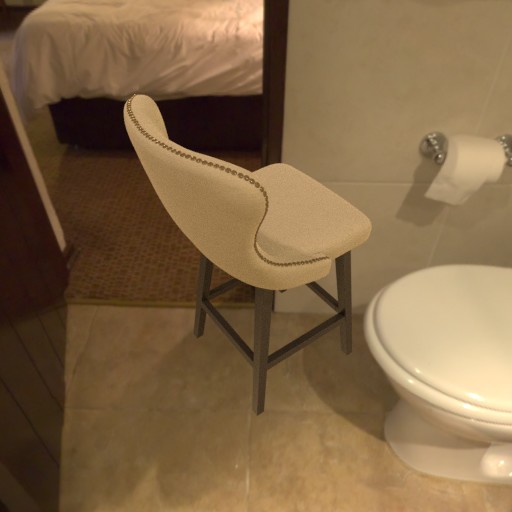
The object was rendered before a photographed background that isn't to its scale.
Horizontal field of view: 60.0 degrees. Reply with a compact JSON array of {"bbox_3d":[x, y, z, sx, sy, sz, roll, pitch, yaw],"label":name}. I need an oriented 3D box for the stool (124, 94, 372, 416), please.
[{"bbox_3d":[0.000,0.000,1.353,0.593,0.971,0.528,-26,48,-26],"label":"stool"}]
